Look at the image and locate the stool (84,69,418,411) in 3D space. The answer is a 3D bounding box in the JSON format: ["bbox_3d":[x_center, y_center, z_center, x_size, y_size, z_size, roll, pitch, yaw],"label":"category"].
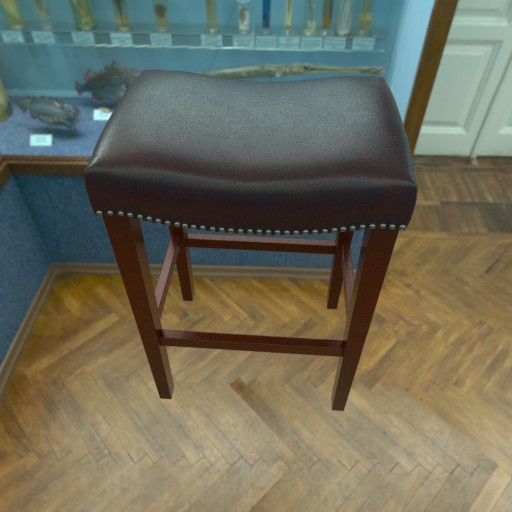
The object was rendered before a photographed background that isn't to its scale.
[{"bbox_3d":[0.000,0.000,1.013,0.504,0.742,0.372,3,46,3],"label":"stool"}]
